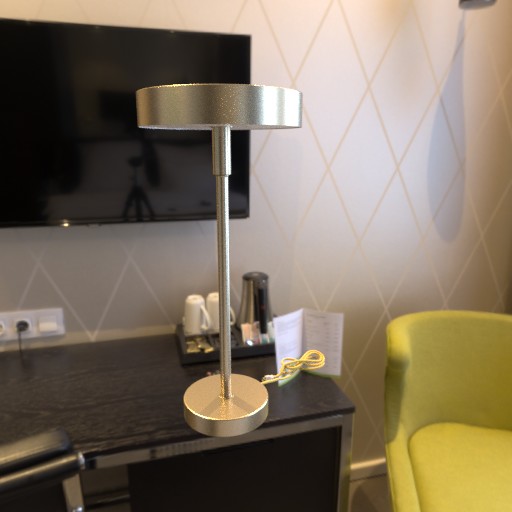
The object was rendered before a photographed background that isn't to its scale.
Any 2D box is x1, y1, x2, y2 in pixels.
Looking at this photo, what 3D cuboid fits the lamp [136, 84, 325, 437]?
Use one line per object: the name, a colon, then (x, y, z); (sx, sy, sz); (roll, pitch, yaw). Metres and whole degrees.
lamp: (0.000, 0.000, 0.727); (0.229, 0.508, 0.369); (14, 20, 43)
